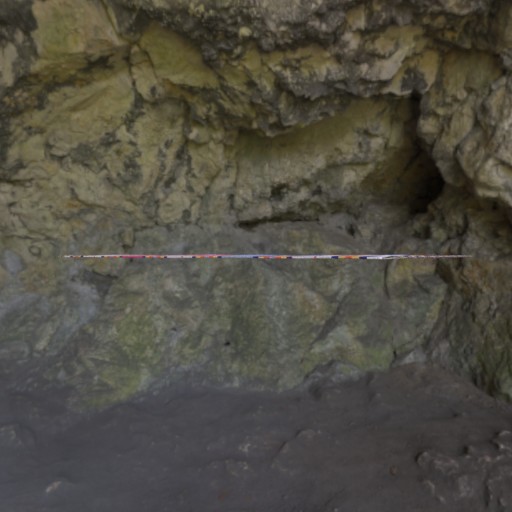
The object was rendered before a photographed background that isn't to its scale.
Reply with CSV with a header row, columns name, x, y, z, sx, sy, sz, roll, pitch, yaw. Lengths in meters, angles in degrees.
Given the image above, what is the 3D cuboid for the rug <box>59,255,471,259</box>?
name,x,y,z,sx,sy,sz,roll,pitch,yaw
rug,0.000,0.000,2.248,1.849,0.013,1.084,0,0,36
